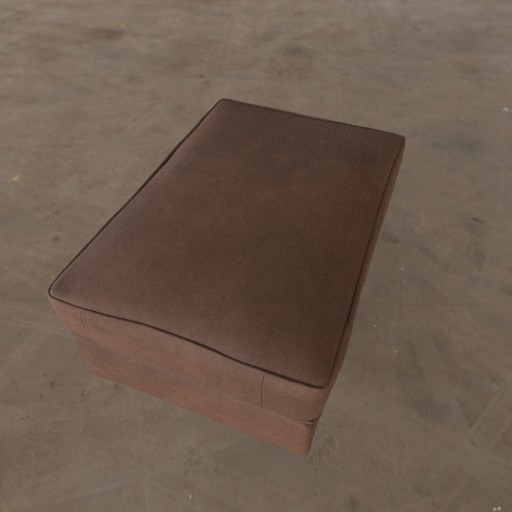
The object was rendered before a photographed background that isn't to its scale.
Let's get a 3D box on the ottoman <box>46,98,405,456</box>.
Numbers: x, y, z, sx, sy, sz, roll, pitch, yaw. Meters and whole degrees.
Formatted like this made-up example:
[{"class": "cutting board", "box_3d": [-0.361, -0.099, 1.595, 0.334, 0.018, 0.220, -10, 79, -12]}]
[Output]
[{"class": "ottoman", "box_3d": [0.000, 0.000, 1.200, 0.596, 0.481, 0.860, 16, 49, 14]}]
